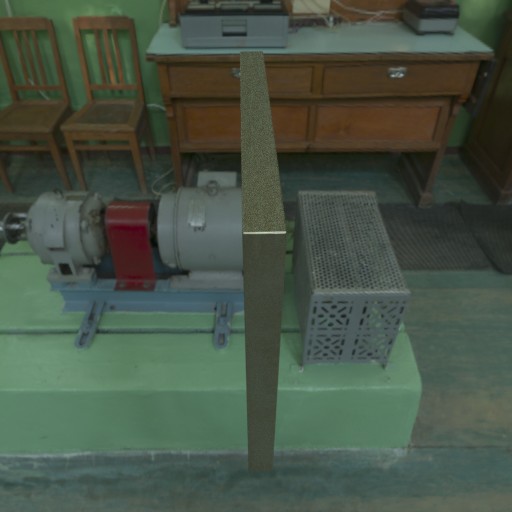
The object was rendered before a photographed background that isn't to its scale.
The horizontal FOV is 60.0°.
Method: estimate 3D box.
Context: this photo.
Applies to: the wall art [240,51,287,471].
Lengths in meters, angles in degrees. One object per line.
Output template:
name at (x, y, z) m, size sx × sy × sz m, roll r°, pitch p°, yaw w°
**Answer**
wall art at (0.000, 0.000, 0.752) m, size 0.040 × 0.506 × 0.503 m, roll -1°, pitch 42°, yaw -1°
